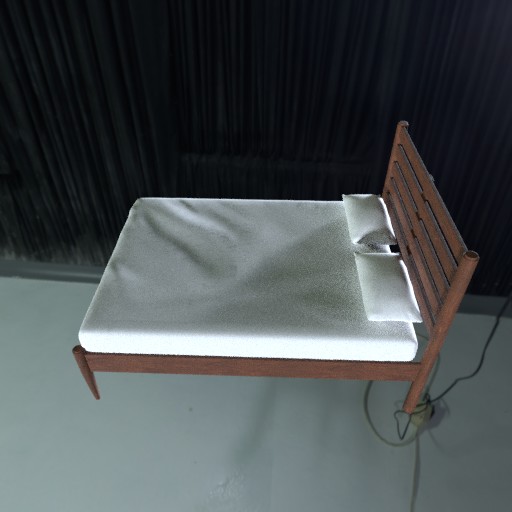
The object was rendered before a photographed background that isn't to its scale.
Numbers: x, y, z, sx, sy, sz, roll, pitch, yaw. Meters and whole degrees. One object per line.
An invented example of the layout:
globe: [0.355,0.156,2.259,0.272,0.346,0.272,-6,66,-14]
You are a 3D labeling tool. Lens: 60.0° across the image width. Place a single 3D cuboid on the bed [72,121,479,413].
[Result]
bed: [0.000,0.000,3.019,2.093,1.304,1.509,1,40,2]
